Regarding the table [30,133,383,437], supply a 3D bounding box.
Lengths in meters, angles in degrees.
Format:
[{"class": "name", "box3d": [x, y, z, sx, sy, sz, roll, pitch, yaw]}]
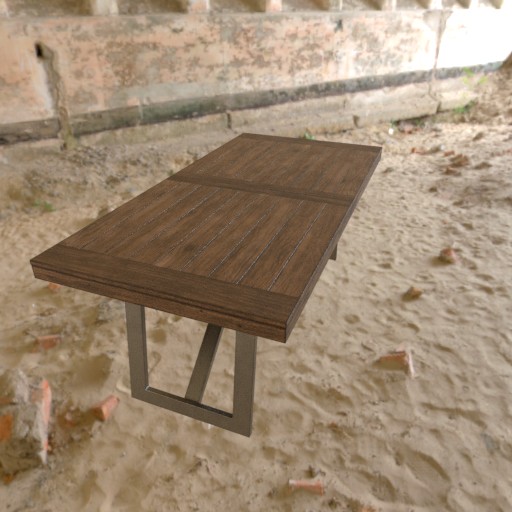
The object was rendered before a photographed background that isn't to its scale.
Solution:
[{"class": "table", "box3d": [0.000, 0.000, 2.315, 0.931, 0.757, 1.867, 11, 32, 19]}]
